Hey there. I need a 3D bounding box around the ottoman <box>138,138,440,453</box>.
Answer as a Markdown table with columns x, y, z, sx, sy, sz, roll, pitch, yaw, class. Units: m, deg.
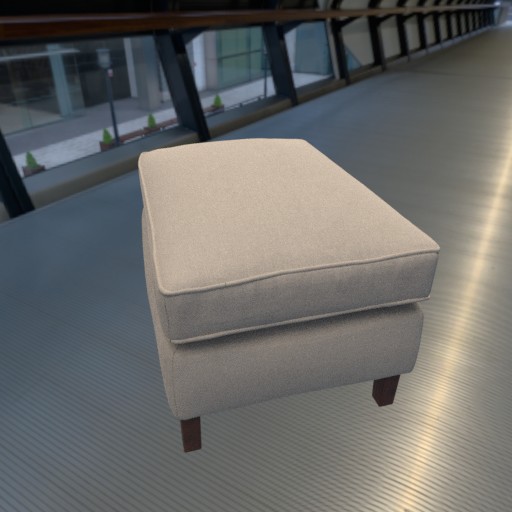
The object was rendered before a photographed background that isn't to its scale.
| x | y | z | sx | sy | sz | roll | pitch | yaw | class |
| --- | --- | --- | --- | --- | --- | --- | --- | --- | --- |
| 0.000 | 0.000 | 1.016 | 0.501 | 0.456 | 0.665 | -8 | 32 | -13 | ottoman |
